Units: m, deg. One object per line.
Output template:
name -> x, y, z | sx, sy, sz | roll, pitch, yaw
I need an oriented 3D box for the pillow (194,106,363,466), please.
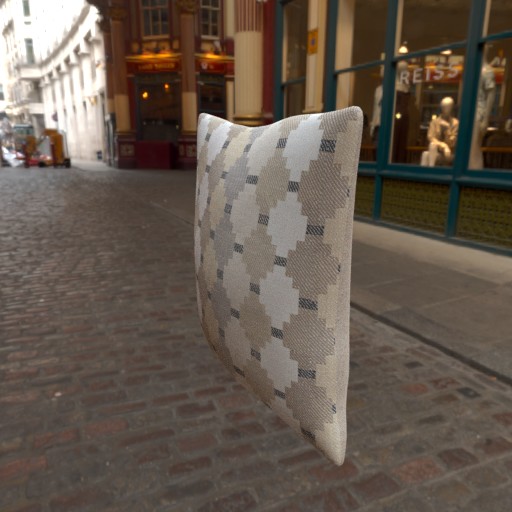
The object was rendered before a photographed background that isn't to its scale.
pillow -> 0.000, 0.000, 0.873 | 0.192, 0.558, 0.578 | -8, 17, -27
